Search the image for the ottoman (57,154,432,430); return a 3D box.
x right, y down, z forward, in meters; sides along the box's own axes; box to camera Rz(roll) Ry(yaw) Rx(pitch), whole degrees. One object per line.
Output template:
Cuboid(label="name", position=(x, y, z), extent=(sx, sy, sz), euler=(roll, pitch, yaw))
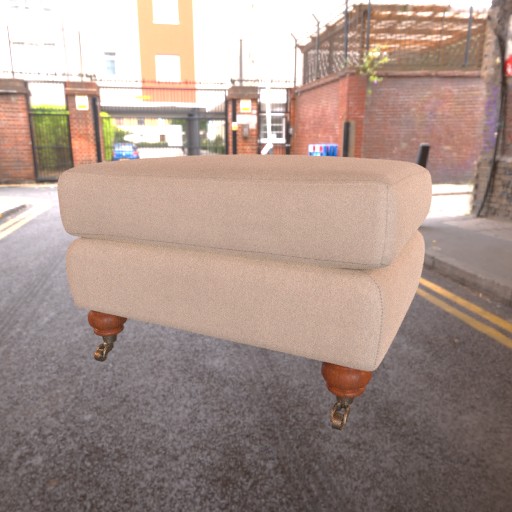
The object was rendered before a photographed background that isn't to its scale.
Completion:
Cuboid(label="ottoman", position=(0.000, 0.000, 1.121), extent=(0.773, 0.499, 0.569), euler=(7, 16, 26))
